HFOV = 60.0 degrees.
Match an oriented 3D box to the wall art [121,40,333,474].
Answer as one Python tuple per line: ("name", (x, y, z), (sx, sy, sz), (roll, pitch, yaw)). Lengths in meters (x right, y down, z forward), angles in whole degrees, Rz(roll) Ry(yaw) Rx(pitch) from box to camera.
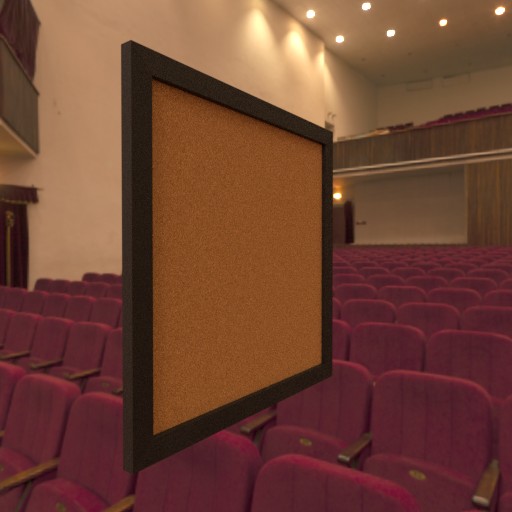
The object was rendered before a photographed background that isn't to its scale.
("wall art", (0.000, 0.000, 1.453), (0.038, 1.016, 1.016), (1, 1, 37))
